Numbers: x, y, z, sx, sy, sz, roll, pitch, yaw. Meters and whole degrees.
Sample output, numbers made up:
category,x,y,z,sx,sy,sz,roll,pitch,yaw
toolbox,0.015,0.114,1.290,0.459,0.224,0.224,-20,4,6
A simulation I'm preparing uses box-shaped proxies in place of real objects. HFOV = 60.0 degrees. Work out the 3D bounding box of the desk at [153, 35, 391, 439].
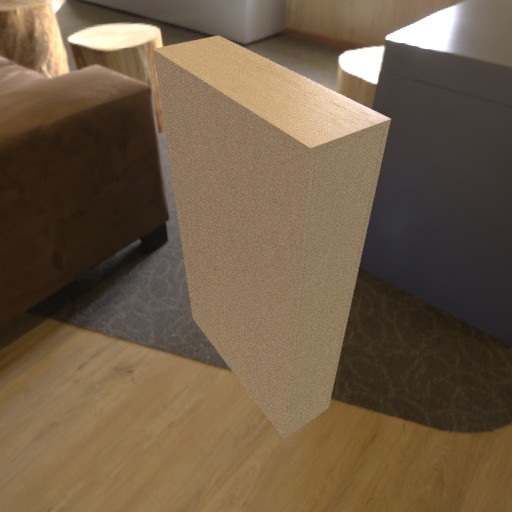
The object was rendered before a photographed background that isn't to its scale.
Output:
category,x,y,z,sx,sy,sz,roll,pitch,yaw
desk,0.000,0.000,1.610,0.250,1.280,0.750,-25,48,-25
